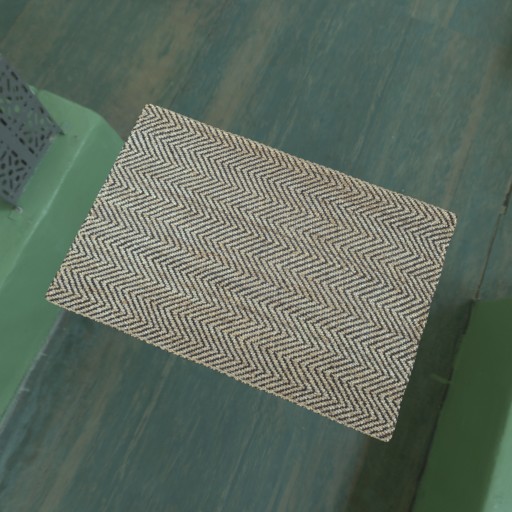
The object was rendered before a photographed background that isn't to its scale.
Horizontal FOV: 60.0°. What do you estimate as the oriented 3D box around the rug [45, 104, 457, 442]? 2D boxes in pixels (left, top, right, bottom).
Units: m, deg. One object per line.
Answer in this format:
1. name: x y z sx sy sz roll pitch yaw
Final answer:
1. rug: 0.000 0.000 2.293 1.828 0.008 1.219 21 76 5
